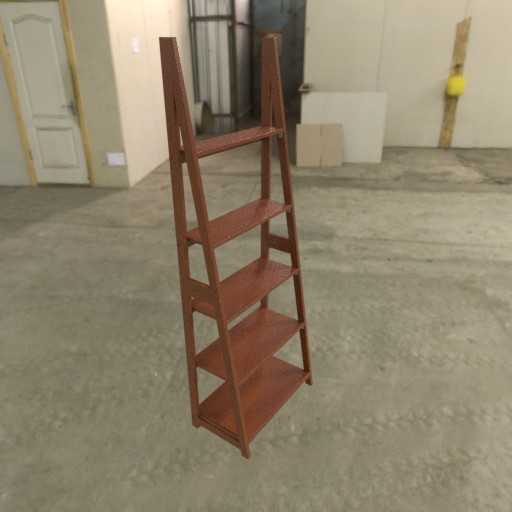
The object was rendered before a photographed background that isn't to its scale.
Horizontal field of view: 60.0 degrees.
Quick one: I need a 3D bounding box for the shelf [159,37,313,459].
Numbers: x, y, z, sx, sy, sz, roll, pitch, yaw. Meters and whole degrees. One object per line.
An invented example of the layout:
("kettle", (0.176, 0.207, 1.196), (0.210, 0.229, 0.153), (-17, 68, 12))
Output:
("shelf", (0.000, 0.000, 2.011), (0.356, 1.780, 0.630), (17, 31, 31))
